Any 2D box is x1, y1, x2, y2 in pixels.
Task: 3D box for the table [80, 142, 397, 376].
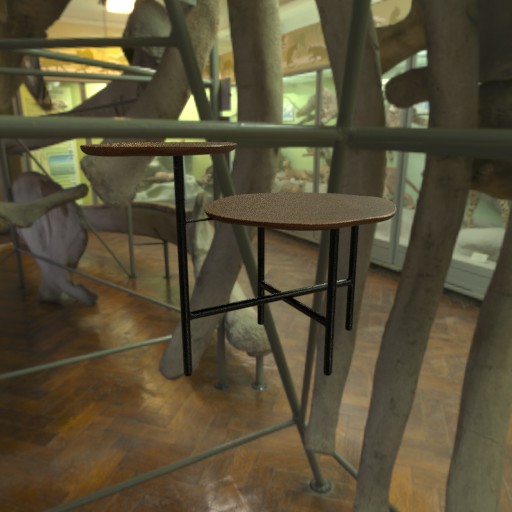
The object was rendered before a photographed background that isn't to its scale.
[{"bbox_3d":[0.000,0.000,1.084,0.759,0.538,0.442,-9,18,-27],"label":"table"}]
